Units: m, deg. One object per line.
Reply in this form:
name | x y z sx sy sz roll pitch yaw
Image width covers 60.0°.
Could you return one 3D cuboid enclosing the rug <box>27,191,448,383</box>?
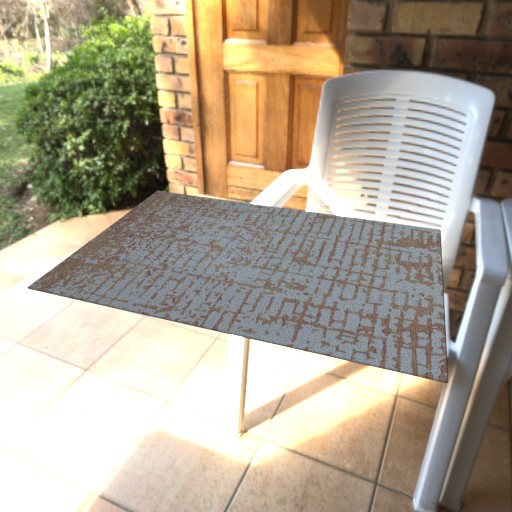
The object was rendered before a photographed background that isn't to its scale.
rug | 0.000 0.000 2.298 1.829 0.011 1.219 10 32 16
